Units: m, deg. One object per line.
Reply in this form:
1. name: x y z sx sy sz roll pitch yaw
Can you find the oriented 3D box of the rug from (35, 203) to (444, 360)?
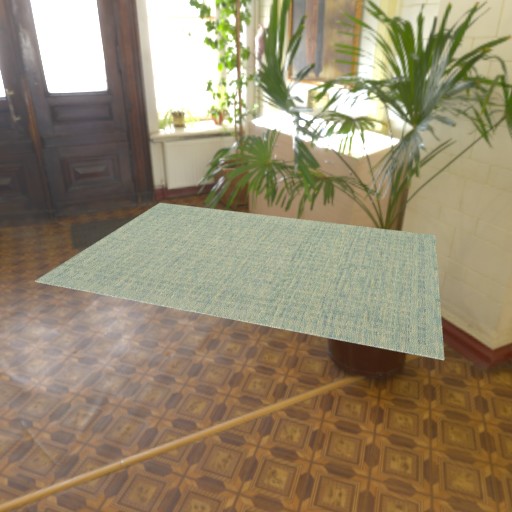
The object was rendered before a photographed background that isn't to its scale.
1. rug: 0.000 0.000 2.268 1.752 0.006 1.142 8 27 17
